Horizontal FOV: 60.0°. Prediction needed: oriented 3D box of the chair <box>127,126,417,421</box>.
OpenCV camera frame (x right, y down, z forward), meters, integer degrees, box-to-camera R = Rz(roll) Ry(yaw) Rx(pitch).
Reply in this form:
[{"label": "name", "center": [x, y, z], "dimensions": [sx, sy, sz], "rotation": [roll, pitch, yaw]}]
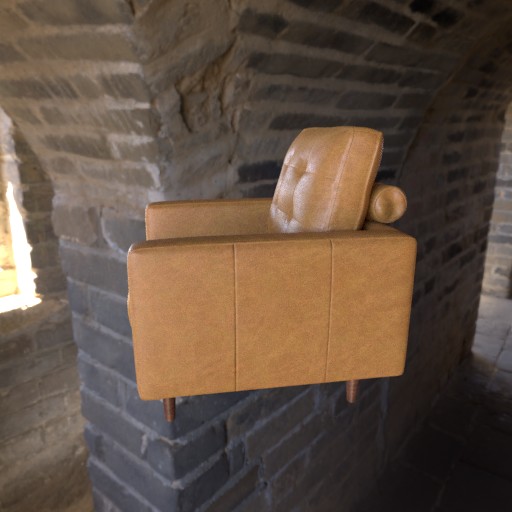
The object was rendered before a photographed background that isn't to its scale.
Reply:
[{"label": "chair", "center": [0.000, 0.000, 1.597], "dimensions": [0.868, 0.896, 0.831], "rotation": [-3, 16, -9]}]
